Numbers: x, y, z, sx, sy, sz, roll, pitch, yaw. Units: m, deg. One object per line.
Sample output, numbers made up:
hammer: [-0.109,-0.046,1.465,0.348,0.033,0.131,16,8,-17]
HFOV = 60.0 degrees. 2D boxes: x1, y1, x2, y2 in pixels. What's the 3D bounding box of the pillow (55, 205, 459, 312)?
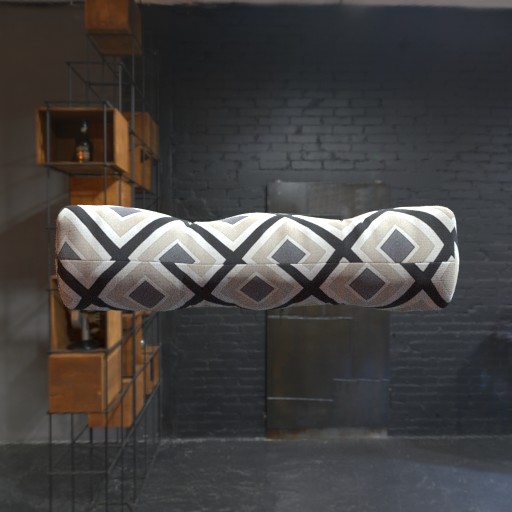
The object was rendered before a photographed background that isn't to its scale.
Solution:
pillow: [0.000,0.000,0.722,0.468,0.128,0.490,0,1,0]
